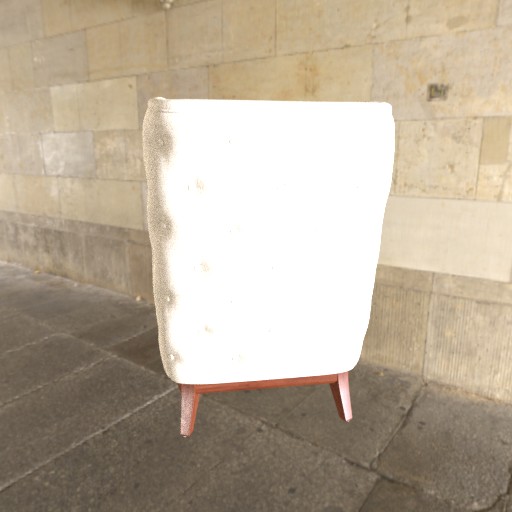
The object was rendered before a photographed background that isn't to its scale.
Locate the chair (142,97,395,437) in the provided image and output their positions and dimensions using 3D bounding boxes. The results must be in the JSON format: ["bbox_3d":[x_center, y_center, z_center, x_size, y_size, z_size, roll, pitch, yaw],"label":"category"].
[{"bbox_3d":[0.000,0.000,1.661,0.778,1.079,0.899,-2,13,-9],"label":"chair"}]
